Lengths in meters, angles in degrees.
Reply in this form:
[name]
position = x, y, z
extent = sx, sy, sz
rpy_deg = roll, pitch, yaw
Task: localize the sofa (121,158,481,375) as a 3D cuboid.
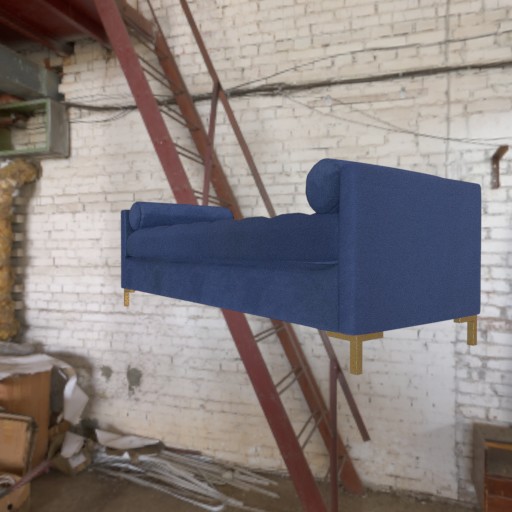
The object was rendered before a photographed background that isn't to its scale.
[sofa]
position = 0.000, 0.000, 2.412
extent = 0.796, 0.705, 2.102
rpy_deg = -1, 1, -36
